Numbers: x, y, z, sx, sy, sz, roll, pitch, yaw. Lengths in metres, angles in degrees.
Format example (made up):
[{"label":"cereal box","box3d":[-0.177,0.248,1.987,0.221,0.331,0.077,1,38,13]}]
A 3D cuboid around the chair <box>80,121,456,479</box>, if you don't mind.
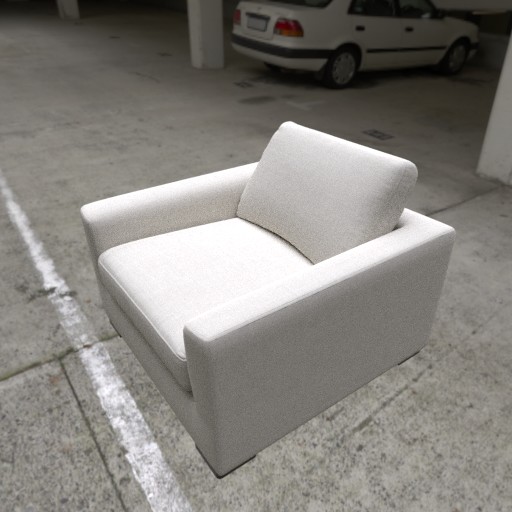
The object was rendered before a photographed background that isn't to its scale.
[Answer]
[{"label":"chair","box3d":[0.000,0.000,1.836,1.100,0.876,1.070,-20,35,-30]}]
